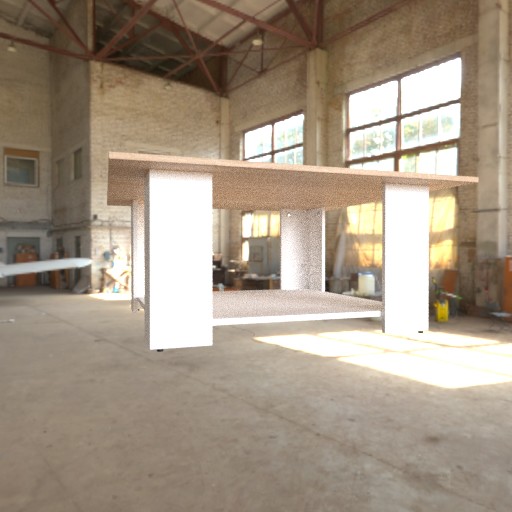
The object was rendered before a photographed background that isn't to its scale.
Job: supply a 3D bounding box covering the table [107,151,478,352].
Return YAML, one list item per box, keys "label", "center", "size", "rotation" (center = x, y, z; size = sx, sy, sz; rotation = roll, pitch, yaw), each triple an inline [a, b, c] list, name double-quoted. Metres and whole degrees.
- label: "table"
  center: [0.000, 0.000, 1.056]
  size: [0.670, 0.305, 0.670]
  rotation: [0, 1, -19]
